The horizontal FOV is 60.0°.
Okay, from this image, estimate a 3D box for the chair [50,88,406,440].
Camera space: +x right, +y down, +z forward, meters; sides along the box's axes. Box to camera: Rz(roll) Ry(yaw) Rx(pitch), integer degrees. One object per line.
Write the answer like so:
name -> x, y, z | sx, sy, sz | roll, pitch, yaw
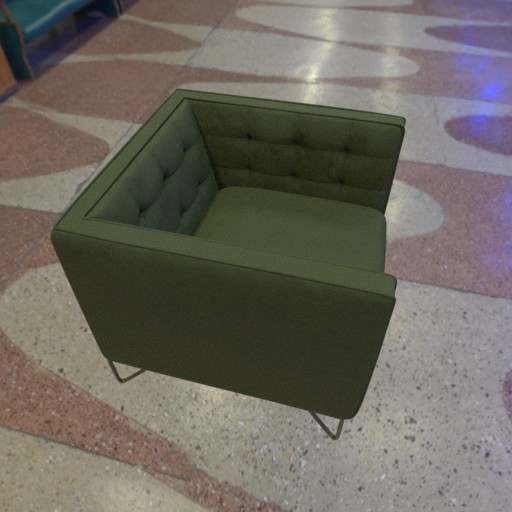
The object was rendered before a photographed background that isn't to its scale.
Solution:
chair -> 0.000, 0.000, 1.598 | 0.894, 0.790, 0.880 | 11, 46, 10
